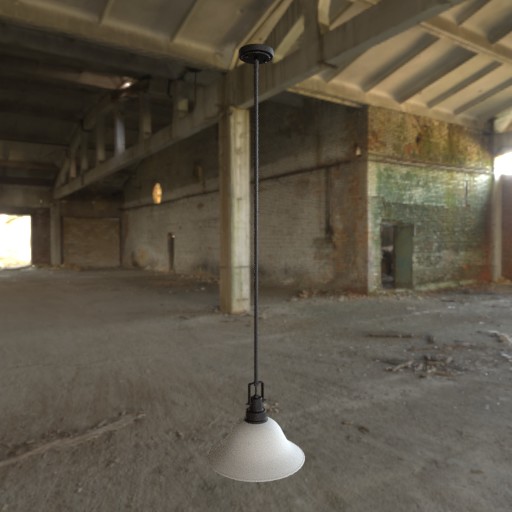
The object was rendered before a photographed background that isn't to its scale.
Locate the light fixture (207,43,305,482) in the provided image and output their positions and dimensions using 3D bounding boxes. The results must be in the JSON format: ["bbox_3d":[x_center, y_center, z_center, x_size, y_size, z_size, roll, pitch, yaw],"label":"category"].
[{"bbox_3d":[0.000,0.000,1.463,0.324,1.337,0.324,-1,2,-34],"label":"light fixture"}]
